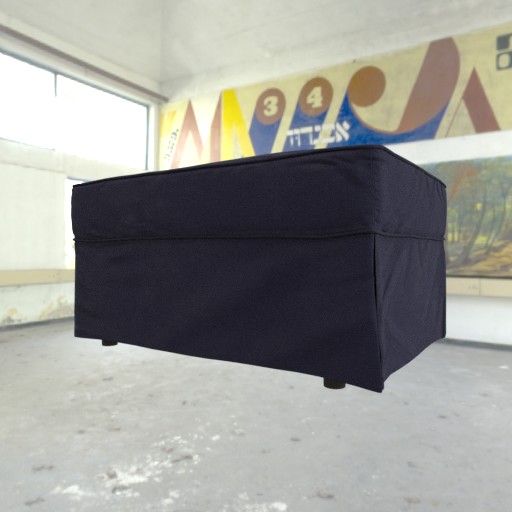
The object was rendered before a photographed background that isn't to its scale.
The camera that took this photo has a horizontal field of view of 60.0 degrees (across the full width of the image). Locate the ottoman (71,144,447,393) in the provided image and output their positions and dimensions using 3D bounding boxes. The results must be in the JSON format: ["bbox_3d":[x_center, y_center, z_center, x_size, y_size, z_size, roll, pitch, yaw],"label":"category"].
[{"bbox_3d":[0.000,0.000,1.271,0.938,0.503,0.637,0,1,34],"label":"ottoman"}]
